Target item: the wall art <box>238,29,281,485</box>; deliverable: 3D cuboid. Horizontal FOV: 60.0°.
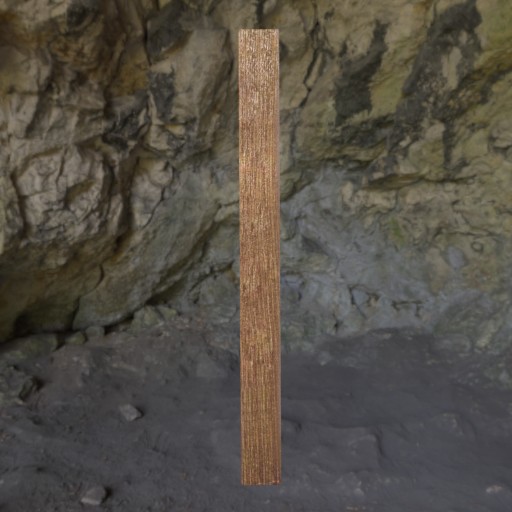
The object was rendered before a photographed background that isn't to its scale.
[{"bbox_3d":[0.000,0.000,0.594,0.039,0.403,0.406,0,1,-1],"label":"wall art"}]
